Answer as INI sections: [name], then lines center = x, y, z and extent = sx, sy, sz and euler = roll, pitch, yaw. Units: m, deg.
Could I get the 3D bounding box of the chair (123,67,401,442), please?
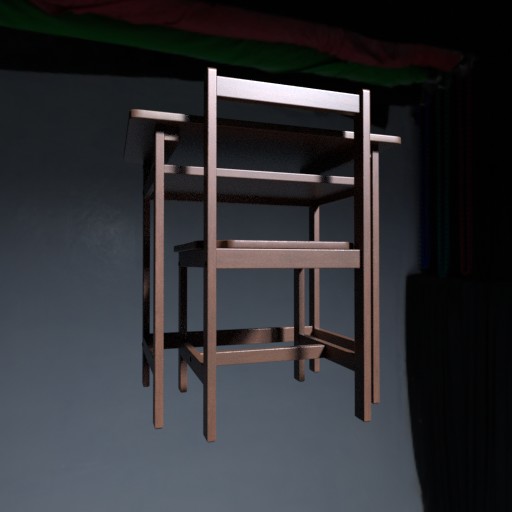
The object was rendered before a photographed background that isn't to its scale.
[chair]
center = 0.000, 0.000, 1.063
extent = 0.599, 0.673, 0.463
euler = 0, -1, -18
